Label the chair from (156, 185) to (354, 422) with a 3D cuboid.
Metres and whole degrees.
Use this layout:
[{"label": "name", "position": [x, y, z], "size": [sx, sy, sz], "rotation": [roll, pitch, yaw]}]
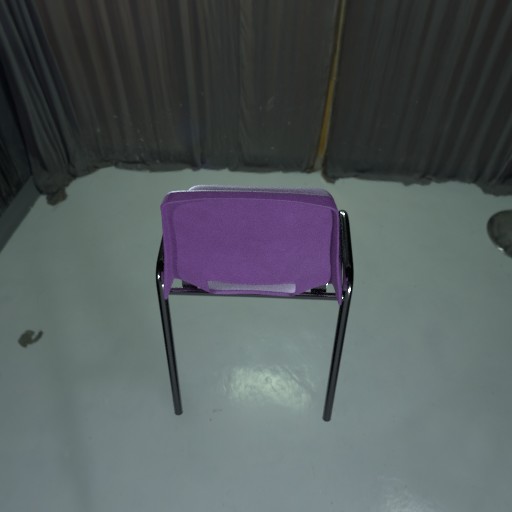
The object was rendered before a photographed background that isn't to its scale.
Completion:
[{"label": "chair", "position": [0.000, 0.000, 0.902], "size": [0.381, 0.654, 0.432], "rotation": [2, 46, 2]}]
